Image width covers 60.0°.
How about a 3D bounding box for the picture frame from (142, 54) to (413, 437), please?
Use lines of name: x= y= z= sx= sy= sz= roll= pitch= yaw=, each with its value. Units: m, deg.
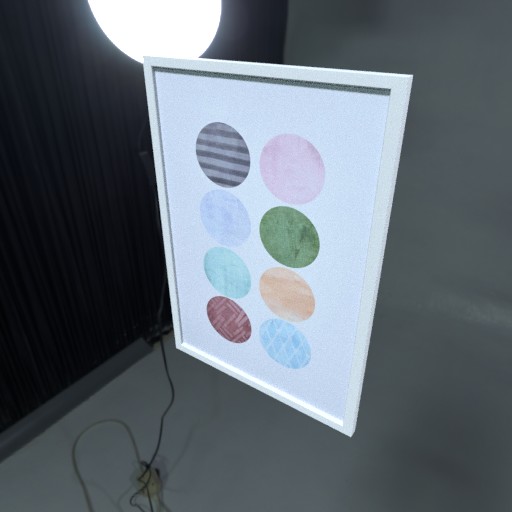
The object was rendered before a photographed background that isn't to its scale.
picture frame: x=0.000 y=0.000 z=0.542 sx=0.305 sy=0.434 sz=0.013 roll=19 pitch=35 yaw=29
